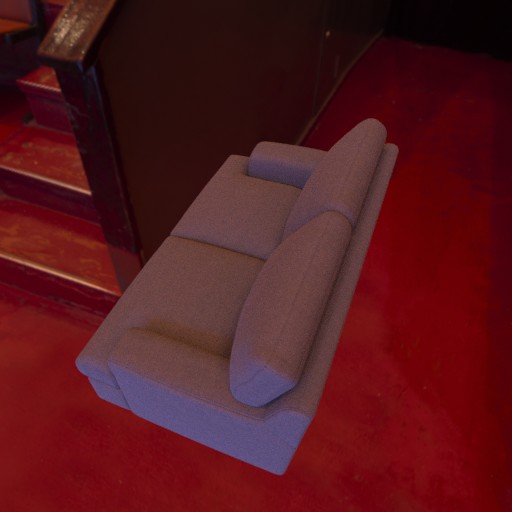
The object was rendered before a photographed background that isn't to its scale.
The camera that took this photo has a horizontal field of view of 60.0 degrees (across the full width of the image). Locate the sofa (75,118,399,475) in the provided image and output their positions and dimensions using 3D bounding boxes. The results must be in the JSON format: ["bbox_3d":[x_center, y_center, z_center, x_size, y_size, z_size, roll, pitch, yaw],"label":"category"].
[{"bbox_3d":[0.000,0.000,2.444,1.140,0.950,1.869,16,49,15],"label":"sofa"}]
